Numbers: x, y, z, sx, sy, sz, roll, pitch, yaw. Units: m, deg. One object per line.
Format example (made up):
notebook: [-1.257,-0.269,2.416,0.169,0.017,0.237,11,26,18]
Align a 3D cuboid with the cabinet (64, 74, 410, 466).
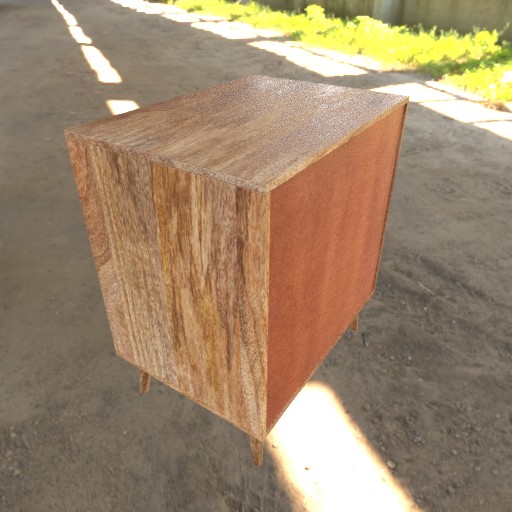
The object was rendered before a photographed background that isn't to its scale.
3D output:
cabinet: [0.000,0.000,1.175,0.473,0.758,0.647,20,38,28]
